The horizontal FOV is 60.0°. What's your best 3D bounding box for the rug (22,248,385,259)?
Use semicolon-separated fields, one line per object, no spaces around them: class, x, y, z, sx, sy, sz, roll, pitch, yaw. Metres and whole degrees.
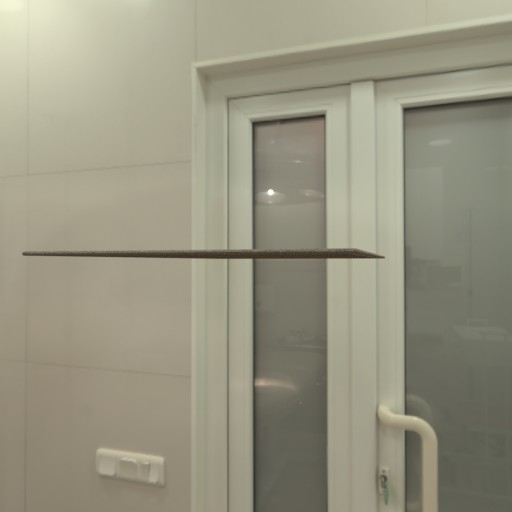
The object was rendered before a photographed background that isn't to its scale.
rug;0.000;0.000;2.313;1.219;0.016;1.829;0;-1;19
